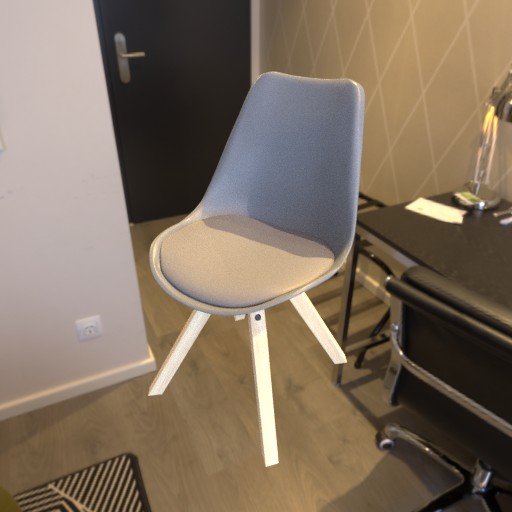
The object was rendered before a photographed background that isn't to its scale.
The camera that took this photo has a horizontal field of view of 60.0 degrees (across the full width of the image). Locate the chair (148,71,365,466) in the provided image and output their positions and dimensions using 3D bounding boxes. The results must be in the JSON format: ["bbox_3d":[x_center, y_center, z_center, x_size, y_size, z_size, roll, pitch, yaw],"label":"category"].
[{"bbox_3d":[0.000,0.000,1.193,0.485,0.850,0.550,19,35,28],"label":"chair"}]
